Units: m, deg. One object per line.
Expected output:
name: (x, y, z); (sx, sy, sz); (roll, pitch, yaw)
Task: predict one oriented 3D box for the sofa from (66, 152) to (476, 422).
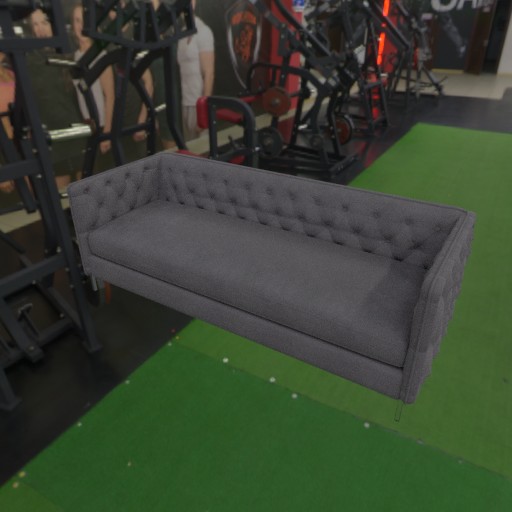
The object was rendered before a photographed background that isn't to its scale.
sofa: (0.000, 0.000, 2.649); (2.209, 0.771, 0.895); (17, 33, 28)
